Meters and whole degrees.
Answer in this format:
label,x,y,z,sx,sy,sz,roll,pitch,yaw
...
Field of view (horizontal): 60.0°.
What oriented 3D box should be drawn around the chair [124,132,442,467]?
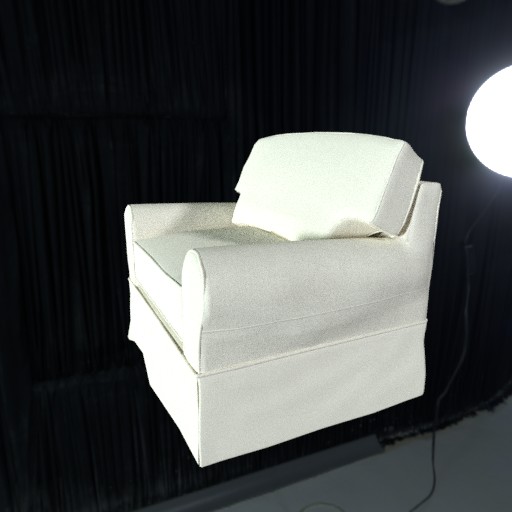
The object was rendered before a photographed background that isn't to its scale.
label,x,y,z,sx,sy,sz,roll,pitch,yaw
chair,0.000,0.000,1.775,0.904,0.958,1.099,-7,17,-25
